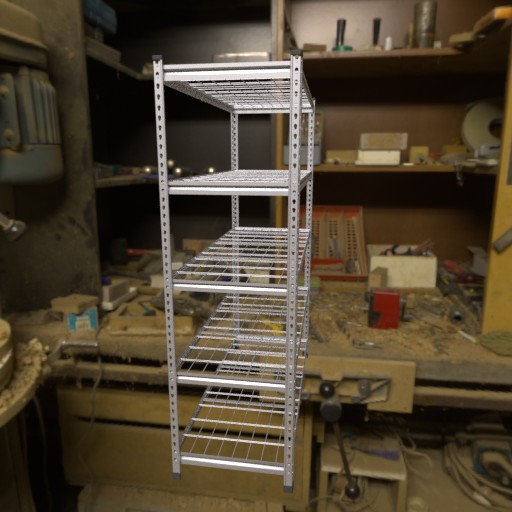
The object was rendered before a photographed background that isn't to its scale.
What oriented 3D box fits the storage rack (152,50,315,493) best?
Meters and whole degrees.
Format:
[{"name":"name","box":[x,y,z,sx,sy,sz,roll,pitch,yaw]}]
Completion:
[{"name":"storage rack","box":[0.000,0.000,2.694,0.610,1.981,1.524,2,13,9]}]
